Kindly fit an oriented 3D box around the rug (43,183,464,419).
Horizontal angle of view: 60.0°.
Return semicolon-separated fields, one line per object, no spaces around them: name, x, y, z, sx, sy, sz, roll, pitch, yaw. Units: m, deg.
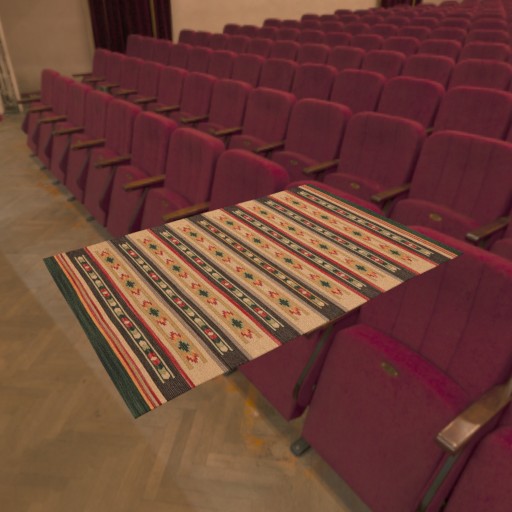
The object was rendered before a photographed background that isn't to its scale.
rug;0.000;0.000;2.298;1.825;0.009;1.221;-20;36;-30
